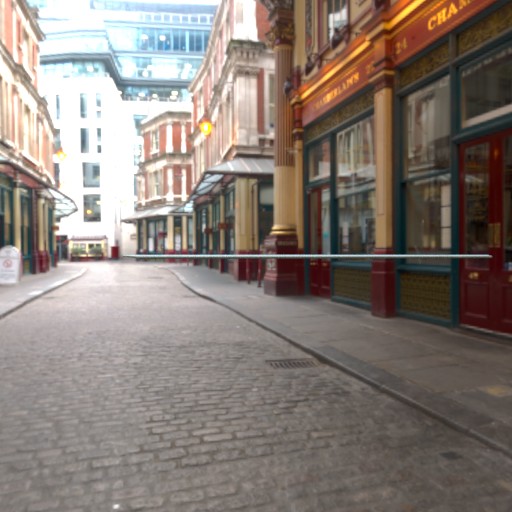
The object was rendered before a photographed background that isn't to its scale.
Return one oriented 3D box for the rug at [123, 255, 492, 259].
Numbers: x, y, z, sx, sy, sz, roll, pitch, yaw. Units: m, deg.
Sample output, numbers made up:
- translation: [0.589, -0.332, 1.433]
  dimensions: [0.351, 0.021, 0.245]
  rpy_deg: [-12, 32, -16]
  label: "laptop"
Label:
- translation: [0.000, 0.000, 2.852]
  dimensions: [1.589, 0.014, 2.205]
  rpy_deg: [0, 0, -18]
  label: "rug"
